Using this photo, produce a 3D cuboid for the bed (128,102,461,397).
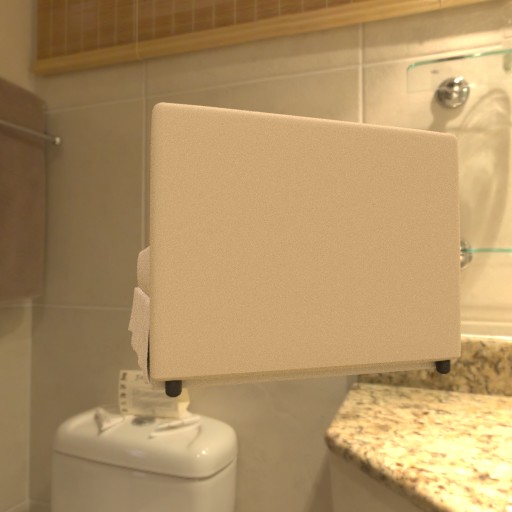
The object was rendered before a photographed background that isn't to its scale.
[{"bbox_3d":[0.000,0.000,3.179,1.714,1.330,2.147,0,-2,-17],"label":"bed"}]
